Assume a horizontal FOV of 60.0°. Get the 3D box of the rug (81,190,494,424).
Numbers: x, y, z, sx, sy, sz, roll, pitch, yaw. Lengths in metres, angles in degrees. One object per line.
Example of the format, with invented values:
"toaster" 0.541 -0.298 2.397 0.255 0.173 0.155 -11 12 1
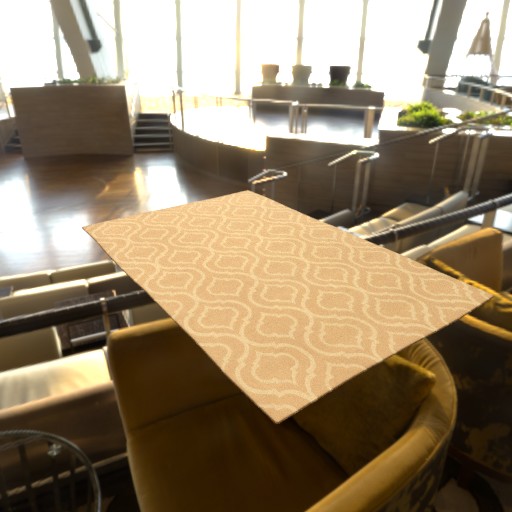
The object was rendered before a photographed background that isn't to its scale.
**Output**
"rug" 0.000 0.000 2.140 1.152 0.013 1.761 -18 31 -32
